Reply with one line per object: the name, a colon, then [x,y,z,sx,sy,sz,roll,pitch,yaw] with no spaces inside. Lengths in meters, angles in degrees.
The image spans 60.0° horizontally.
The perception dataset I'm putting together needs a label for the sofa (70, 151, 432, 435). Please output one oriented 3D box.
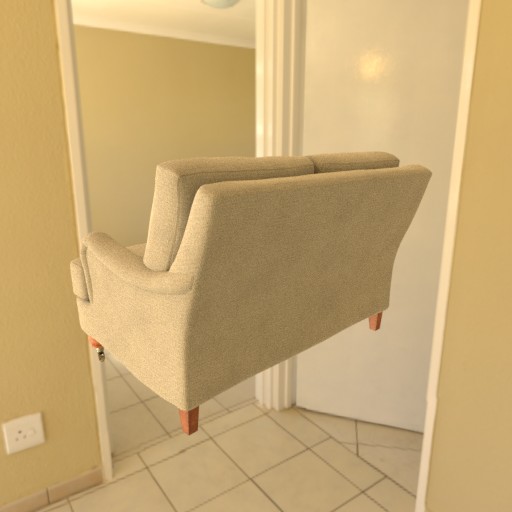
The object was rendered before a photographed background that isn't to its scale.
sofa: [0.000,0.000,2.190,1.480,0.999,1.087,-14,21,-43]
